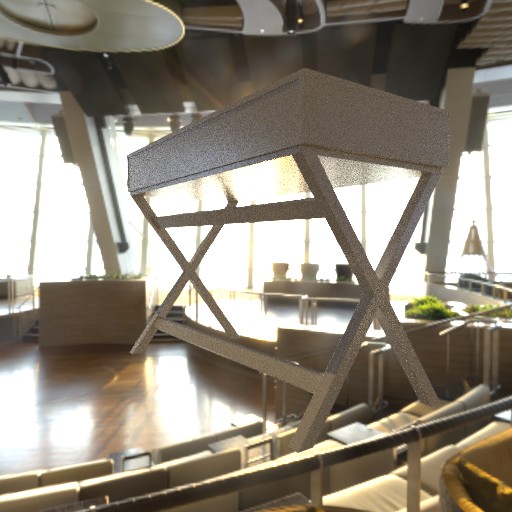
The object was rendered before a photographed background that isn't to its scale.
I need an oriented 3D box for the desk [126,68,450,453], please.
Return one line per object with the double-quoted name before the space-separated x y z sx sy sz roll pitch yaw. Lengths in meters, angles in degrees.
"desk" 0.000 0.000 1.466 0.509 0.780 1.059 -1 2 -35
